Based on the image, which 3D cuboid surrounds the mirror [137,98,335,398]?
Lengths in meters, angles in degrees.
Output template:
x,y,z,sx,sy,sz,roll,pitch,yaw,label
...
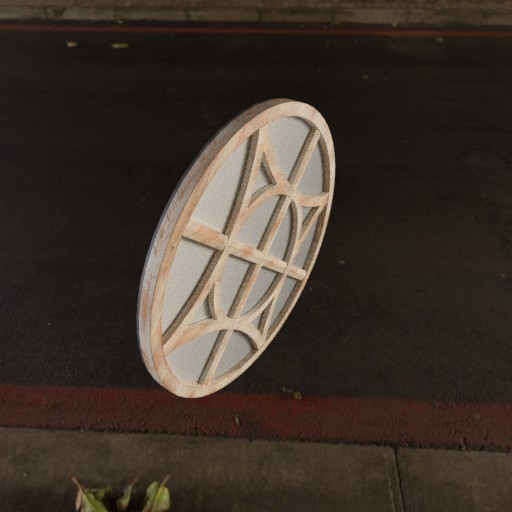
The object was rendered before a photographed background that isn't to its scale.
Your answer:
x,y,z,sx,sy,sz,roll,pitch,yaw,label
0.000,0.000,1.046,0.038,0.710,0.710,24,46,26,mirror
